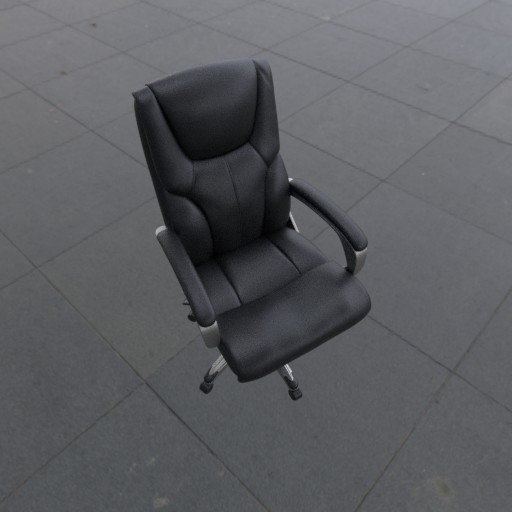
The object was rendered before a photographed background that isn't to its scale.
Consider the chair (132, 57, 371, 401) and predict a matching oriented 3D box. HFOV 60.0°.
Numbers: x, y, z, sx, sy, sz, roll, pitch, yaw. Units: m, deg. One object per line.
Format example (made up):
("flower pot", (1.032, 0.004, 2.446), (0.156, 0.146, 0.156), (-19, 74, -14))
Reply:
("chair", (0.000, 0.000, 1.618), (0.663, 1.155, 0.739), (-24, 52, -21))
